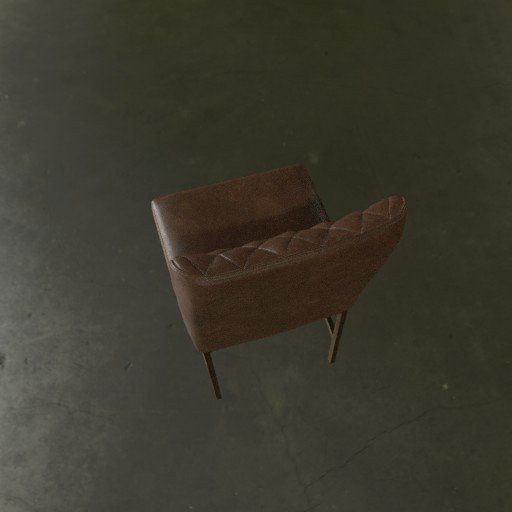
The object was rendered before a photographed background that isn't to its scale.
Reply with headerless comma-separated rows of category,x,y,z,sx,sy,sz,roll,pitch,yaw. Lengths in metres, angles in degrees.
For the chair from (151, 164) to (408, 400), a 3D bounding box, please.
chair,0.000,0.000,1.267,0.508,0.889,0.587,-15,59,-9
